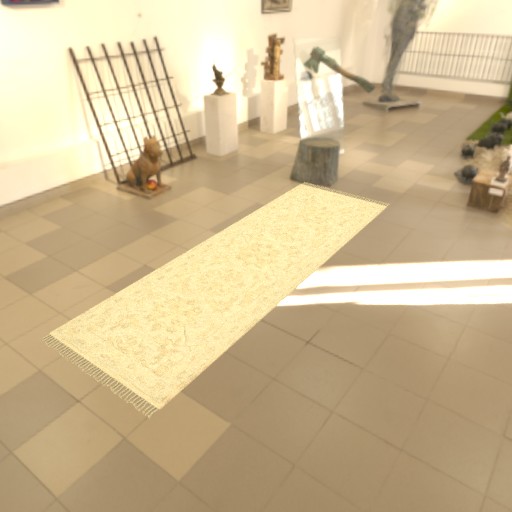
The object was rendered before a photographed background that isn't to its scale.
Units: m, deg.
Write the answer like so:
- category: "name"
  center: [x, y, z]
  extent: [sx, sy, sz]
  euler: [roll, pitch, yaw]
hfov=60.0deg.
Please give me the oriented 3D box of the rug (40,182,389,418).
- category: "rug"
  center: [0.000, 0.000, 2.867]
  extent: [0.795, 0.015, 2.544]
  euler: [21, 37, 30]
